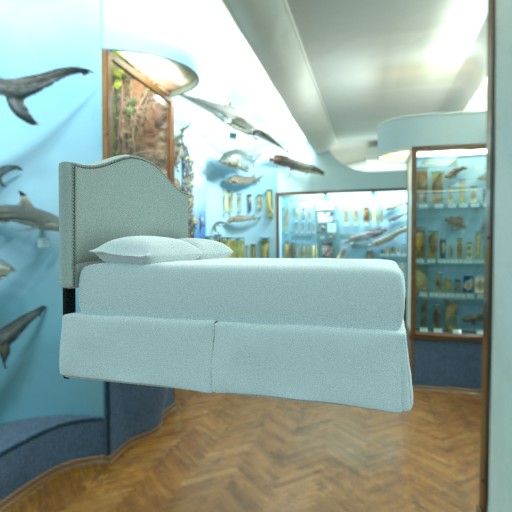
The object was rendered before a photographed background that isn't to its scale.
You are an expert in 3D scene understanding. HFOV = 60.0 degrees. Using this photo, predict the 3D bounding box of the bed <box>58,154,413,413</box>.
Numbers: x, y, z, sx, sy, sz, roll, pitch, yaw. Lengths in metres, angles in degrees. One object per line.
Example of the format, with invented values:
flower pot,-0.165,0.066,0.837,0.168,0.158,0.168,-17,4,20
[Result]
bed,0.000,0.000,3.354,2.180,1.607,1.813,0,1,17
